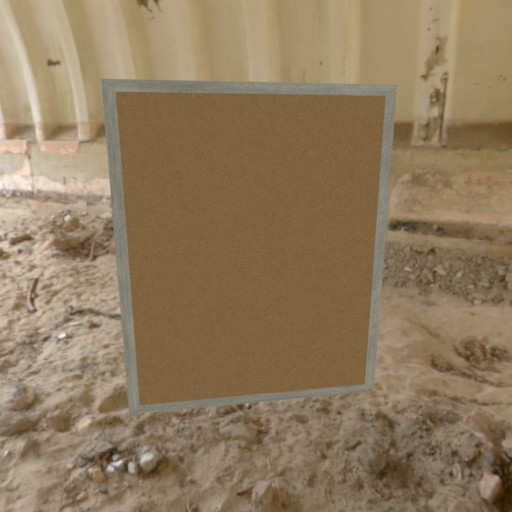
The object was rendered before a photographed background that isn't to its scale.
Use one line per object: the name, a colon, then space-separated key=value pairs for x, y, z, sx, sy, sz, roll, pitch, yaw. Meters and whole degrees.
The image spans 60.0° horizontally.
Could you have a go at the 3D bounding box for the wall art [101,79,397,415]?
wall art: x=0.000 y=0.000 z=0.794 sx=0.479 sy=0.582 sz=0.022 roll=-2 pitch=15 yaw=-9
